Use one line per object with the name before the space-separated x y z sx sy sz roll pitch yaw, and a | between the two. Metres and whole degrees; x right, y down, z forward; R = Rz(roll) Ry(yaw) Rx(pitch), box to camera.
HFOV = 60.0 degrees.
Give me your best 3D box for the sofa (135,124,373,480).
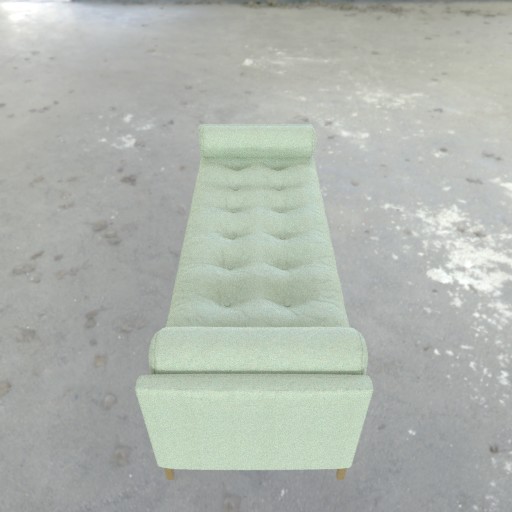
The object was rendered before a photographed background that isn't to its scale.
sofa | 0.000 0.000 2.399 0.796 0.705 2.102 0 40 0
